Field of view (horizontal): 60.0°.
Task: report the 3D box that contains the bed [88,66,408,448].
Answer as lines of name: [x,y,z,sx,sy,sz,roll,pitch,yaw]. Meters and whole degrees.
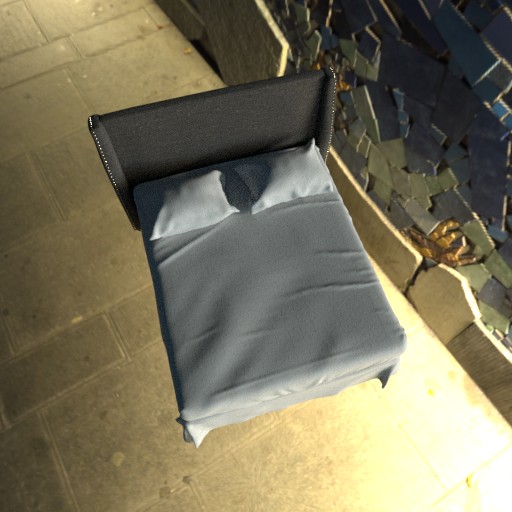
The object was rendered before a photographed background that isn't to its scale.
bed: [0.000,0.000,3.422,1.925,1.332,2.276,-15,64,-8]
